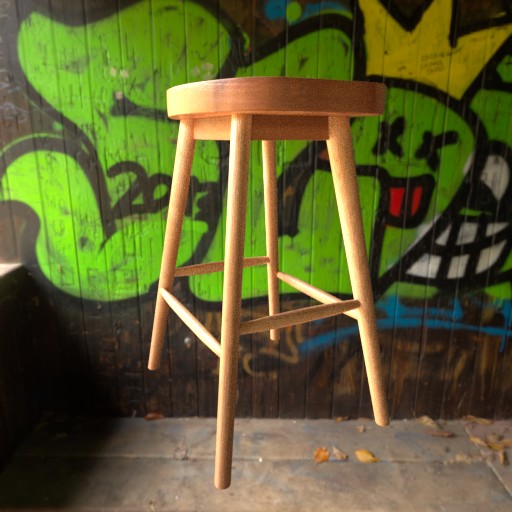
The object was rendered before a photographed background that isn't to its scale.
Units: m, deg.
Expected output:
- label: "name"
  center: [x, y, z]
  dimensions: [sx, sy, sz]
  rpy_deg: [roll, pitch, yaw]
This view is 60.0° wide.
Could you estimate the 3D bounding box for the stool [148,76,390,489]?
- label: "stool"
  center: [0.000, 0.000, 0.876]
  dimensions: [0.361, 0.615, 0.440]
  rpy_deg: [-8, 17, -27]
